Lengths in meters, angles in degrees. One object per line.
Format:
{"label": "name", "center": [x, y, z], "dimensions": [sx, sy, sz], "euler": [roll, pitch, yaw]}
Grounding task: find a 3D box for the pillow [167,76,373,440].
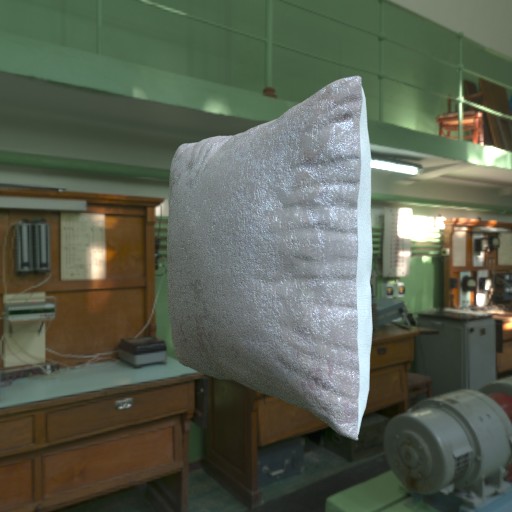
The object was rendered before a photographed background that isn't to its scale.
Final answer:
{"label": "pillow", "center": [0.000, 0.000, 0.721], "dimensions": [0.245, 0.448, 0.450], "euler": [-1, 1, -36]}
